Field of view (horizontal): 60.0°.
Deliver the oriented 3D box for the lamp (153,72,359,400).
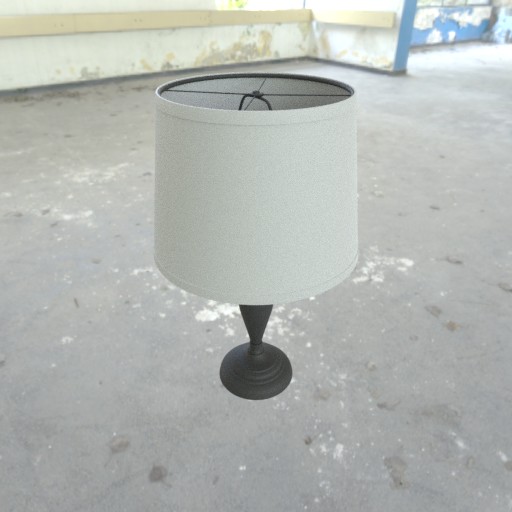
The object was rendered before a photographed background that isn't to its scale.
[{"bbox_3d":[0.000,0.000,0.694,0.310,0.501,0.310,0,31,0],"label":"lamp"}]
